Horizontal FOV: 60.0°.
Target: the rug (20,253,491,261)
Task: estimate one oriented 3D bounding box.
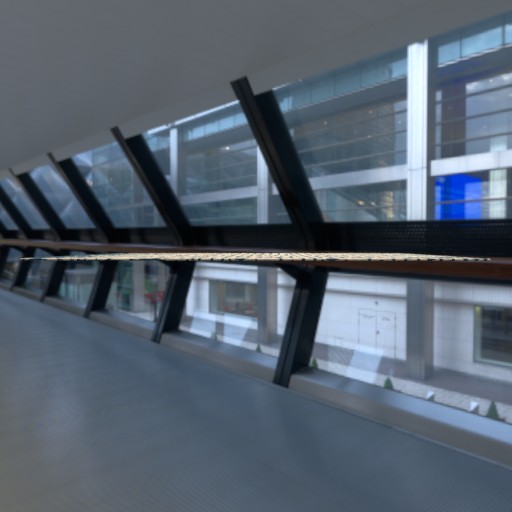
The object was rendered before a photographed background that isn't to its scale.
[{"bbox_3d":[0.000,0.000,3.048,2.435,0.011,1.517,0,1,1],"label":"rug"}]
